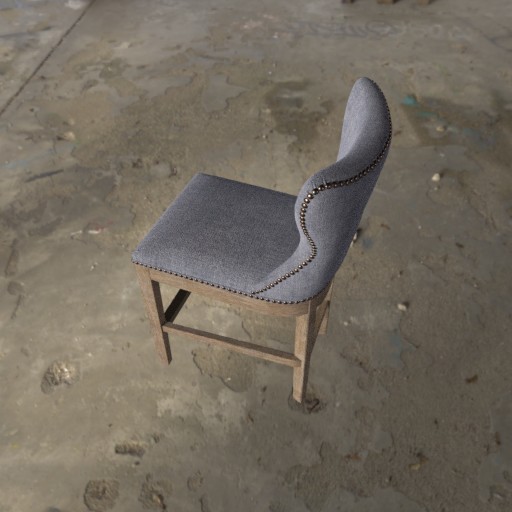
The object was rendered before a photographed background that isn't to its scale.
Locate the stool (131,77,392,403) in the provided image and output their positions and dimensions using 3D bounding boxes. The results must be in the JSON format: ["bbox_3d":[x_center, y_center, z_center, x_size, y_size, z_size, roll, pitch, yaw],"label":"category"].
[{"bbox_3d":[0.000,0.000,1.340,0.608,0.981,0.498,15,48,14],"label":"stool"}]
